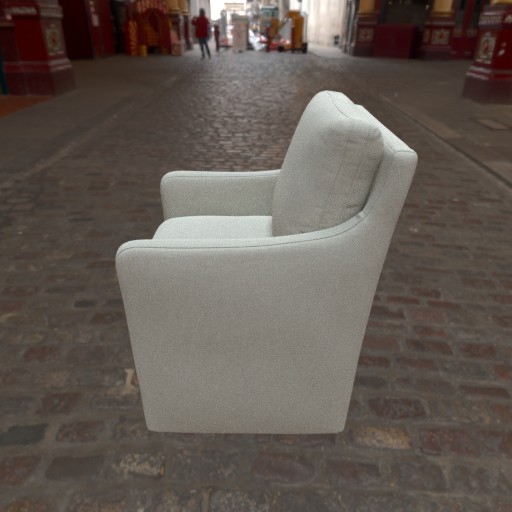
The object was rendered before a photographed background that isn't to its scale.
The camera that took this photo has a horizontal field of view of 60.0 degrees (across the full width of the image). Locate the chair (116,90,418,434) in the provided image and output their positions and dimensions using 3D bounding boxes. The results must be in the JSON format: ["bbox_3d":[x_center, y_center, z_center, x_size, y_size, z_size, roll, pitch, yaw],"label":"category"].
[{"bbox_3d":[0.000,0.000,1.372,0.694,0.914,0.626,0,28,1],"label":"chair"}]
